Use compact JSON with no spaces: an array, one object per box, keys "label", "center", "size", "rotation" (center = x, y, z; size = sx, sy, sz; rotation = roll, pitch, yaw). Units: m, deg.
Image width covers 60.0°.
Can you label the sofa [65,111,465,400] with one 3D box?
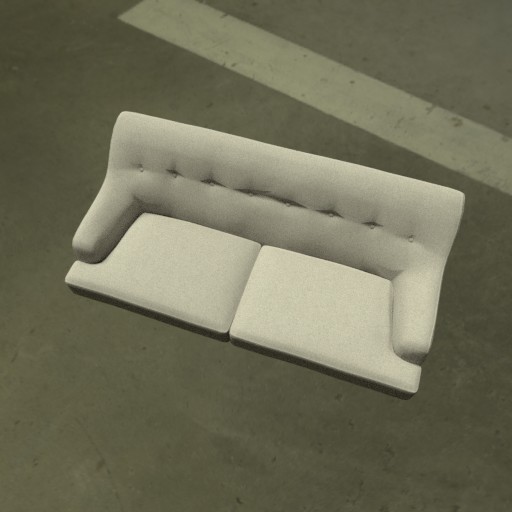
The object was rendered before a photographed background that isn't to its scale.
[{"label":"sofa","center":[0.000,0.000,2.573],"size":[2.057,0.871,0.978],"rotation":[16,60,9]}]
